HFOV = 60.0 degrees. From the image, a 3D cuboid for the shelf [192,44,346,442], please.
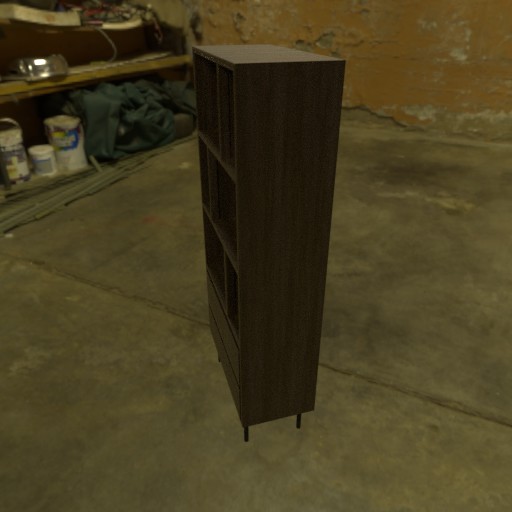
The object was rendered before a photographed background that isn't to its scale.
[{"bbox_3d":[0.000,0.000,1.842,0.323,1.545,0.670,-8,30,-15],"label":"shelf"}]
